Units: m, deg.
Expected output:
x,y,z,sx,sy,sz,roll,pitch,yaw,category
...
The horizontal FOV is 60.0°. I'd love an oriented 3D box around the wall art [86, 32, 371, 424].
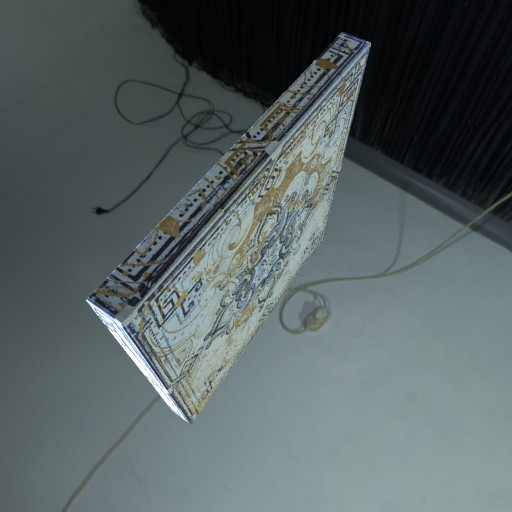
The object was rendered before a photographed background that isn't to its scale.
x,y,z,sx,sy,sz,roll,pitch,yaw,category
0.000,0.000,0.597,0.038,0.410,0.411,30,64,17,wall art
